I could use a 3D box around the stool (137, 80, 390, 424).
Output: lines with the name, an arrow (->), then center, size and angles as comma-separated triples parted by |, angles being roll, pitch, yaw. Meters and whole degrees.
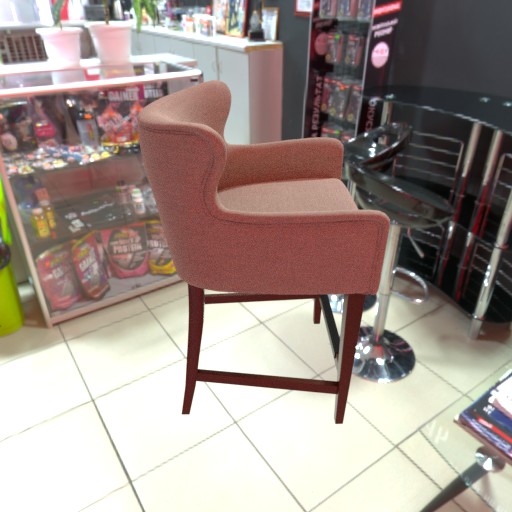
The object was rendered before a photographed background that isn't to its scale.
stool -> 0.000, 0.000, 1.440 | 0.637, 0.987, 0.615 | -1, 32, -1
